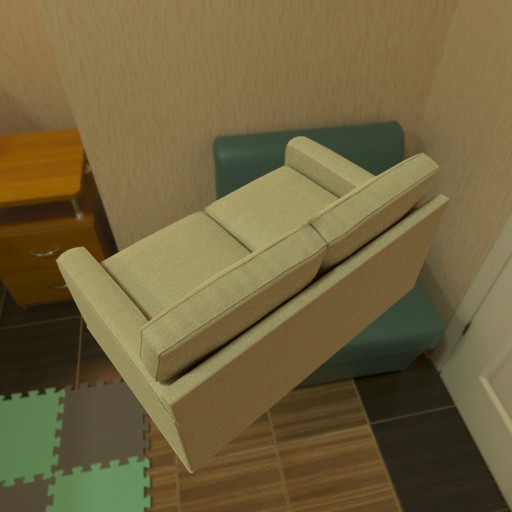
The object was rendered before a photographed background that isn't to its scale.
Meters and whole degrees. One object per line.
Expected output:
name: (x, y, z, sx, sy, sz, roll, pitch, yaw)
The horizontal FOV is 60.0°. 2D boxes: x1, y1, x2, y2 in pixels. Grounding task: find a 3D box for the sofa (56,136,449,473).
sofa: (0.000, 0.000, 2.061, 1.484, 0.853, 0.942, -32, 55, -26)
